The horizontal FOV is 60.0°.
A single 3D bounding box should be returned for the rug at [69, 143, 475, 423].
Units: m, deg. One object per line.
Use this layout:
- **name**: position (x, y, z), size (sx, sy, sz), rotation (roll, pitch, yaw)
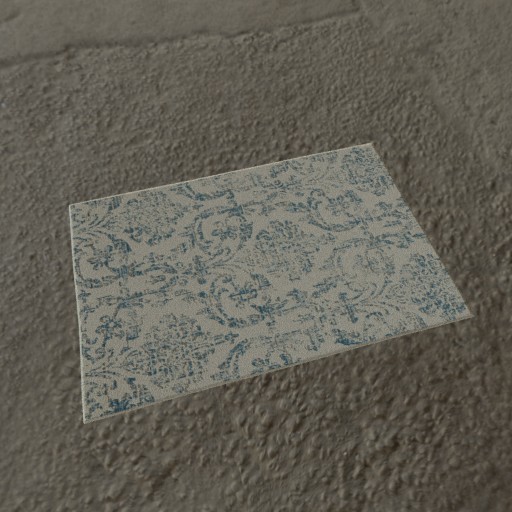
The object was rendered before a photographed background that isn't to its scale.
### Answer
- **rug**: position (0.000, 0.000, 2.296), size (1.831, 0.012, 1.213), rotation (-13, 59, -8)
